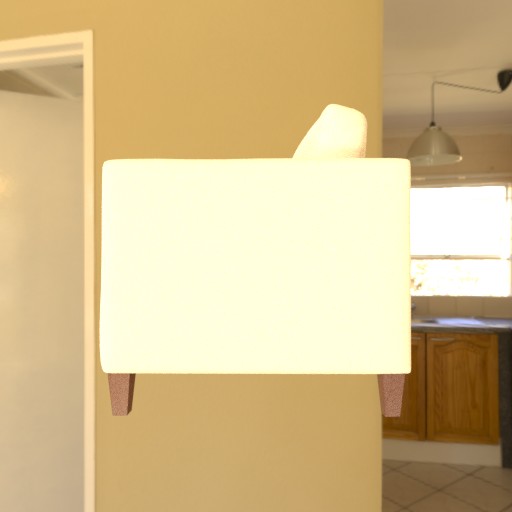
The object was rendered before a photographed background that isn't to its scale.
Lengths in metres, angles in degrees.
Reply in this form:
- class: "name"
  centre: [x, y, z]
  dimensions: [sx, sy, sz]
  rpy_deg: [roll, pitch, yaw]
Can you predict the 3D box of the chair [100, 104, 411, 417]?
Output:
- class: "chair"
  centre: [0.000, 0.000, 1.685]
  dimensions: [0.878, 0.885, 1.019]
  rpy_deg: [0, 0, 1]
